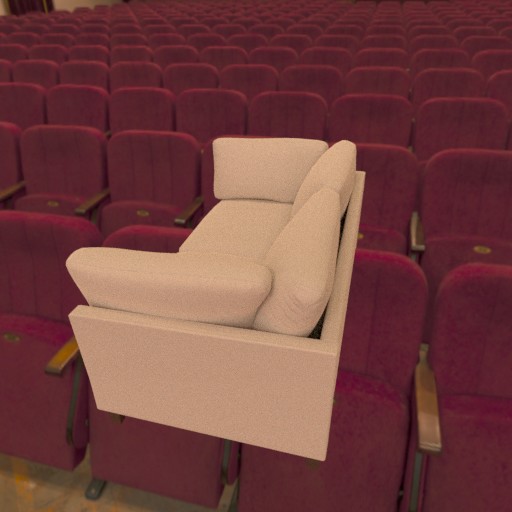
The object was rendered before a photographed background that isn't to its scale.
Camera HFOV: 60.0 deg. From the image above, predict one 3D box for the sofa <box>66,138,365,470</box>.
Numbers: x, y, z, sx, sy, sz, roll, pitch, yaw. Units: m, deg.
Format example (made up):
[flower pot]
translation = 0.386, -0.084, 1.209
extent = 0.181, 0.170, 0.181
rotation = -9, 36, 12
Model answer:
[sofa]
translation = 0.000, 0.000, 2.270
extent = 0.970, 0.836, 1.776
rotation = 8, 31, 13
